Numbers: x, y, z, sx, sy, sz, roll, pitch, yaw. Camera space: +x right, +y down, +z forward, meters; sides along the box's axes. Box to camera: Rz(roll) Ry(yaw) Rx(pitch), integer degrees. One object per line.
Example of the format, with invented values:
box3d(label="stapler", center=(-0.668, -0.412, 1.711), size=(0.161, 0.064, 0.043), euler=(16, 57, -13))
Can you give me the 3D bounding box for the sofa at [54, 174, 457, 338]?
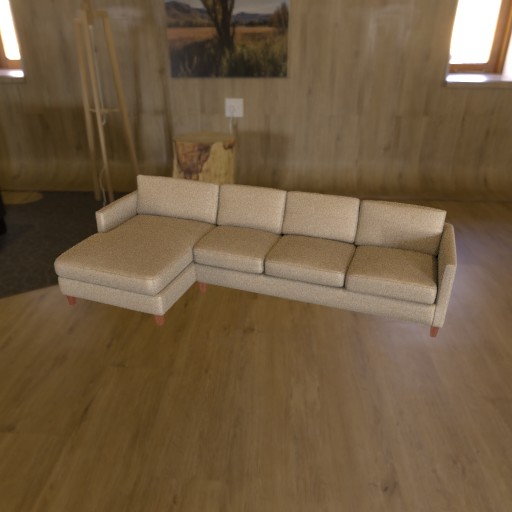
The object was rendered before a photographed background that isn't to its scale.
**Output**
box3d(label="sofa", center=(0.000, 0.000, 3.887), size=(3.201, 0.876, 1.502), euler=(9, 28, 17))
